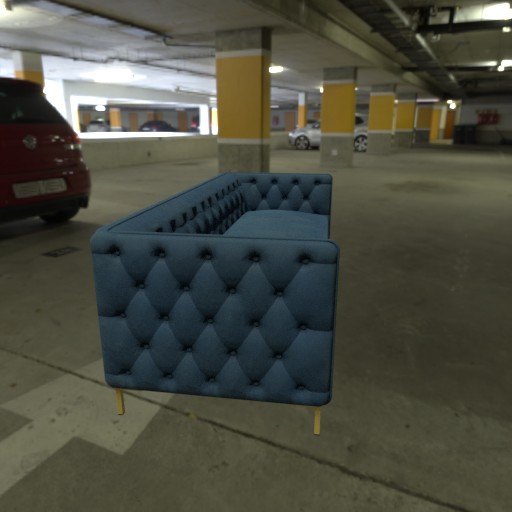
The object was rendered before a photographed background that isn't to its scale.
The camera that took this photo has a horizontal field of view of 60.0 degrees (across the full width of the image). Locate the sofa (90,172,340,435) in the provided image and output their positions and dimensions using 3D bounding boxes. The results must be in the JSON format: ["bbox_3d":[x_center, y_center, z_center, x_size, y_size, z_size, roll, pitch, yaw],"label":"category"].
[{"bbox_3d":[0.000,0.000,2.631,0.895,0.771,2.209,3,17,9],"label":"sofa"}]
